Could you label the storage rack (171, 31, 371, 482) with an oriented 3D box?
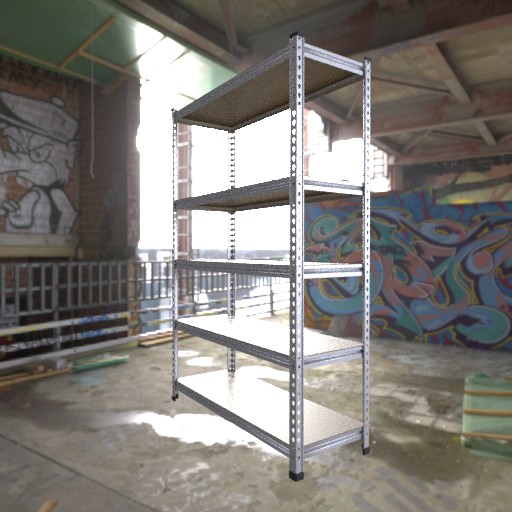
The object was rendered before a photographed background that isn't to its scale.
[{"bbox_3d":[0.000,0.000,2.425,0.457,1.829,1.219,-1,1,-35],"label":"storage rack"}]
